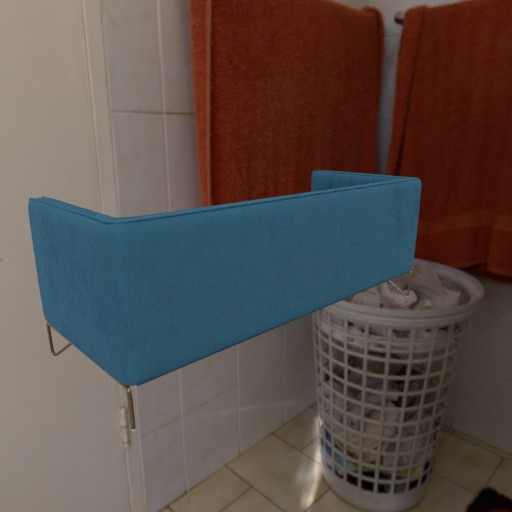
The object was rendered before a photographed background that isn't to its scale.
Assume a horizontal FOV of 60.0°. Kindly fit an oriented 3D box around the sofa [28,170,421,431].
[{"bbox_3d":[0.000,0.000,2.482,2.087,0.789,0.867,-14,21,-41],"label":"sofa"}]
